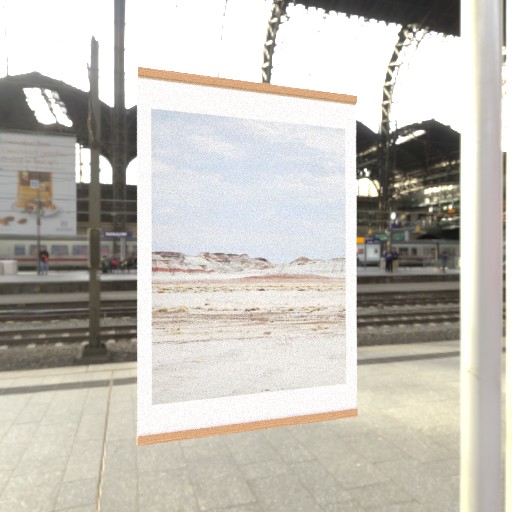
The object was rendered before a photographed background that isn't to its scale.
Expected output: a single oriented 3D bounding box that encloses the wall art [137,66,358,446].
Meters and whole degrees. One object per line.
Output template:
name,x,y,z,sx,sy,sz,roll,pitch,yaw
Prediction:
wall art,0.000,0.000,1.949,1.011,1.521,0.025,0,0,-19
